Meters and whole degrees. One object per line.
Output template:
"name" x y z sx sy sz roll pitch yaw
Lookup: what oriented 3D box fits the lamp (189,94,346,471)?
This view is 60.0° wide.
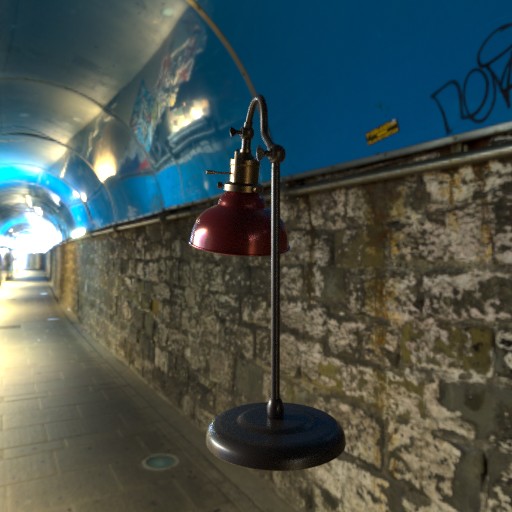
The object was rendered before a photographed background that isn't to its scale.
"lamp" 0.000 0.000 0.705 0.192 0.508 0.374 0 -1 -17
